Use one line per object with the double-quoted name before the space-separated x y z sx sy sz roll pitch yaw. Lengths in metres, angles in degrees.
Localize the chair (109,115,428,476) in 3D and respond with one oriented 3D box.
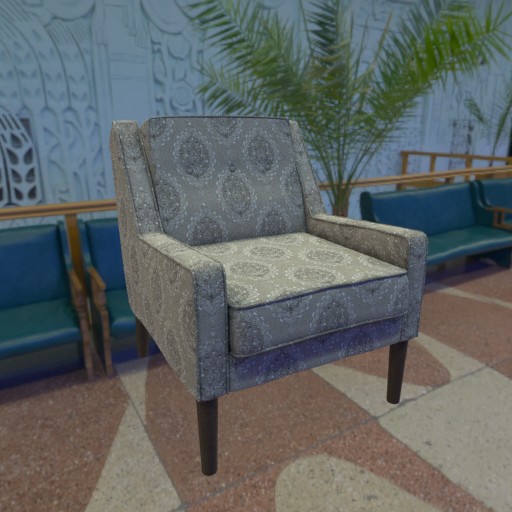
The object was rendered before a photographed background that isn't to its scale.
"chair" 0.000 0.000 1.306 0.665 0.797 0.750 -9 19 -27
